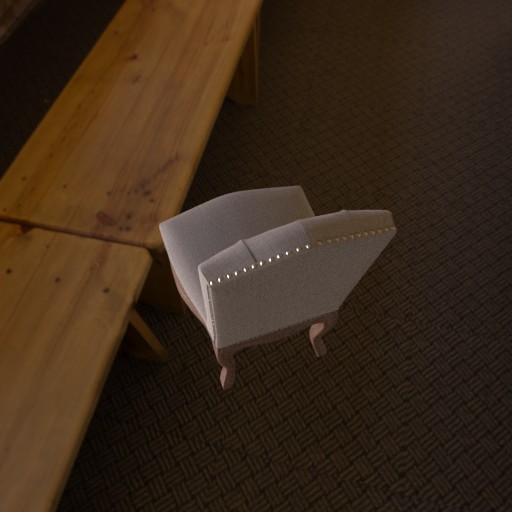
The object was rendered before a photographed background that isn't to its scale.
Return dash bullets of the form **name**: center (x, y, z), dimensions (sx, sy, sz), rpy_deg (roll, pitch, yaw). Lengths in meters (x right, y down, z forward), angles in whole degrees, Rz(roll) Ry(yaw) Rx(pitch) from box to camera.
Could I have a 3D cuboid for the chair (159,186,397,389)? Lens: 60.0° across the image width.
- **chair**: center (0.000, 0.000, 1.646), dimensions (0.637, 1.191, 0.731), rpy_deg (-17, 60, -10)
